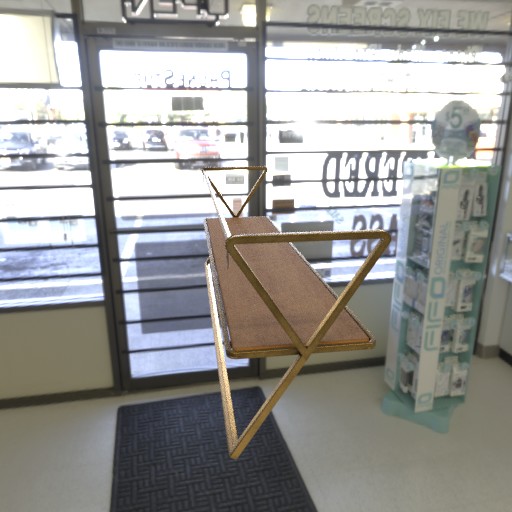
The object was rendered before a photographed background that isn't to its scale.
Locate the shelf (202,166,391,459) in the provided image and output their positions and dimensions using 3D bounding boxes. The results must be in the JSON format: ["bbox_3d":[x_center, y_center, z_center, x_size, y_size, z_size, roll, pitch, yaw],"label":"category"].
[{"bbox_3d":[0.000,0.000,0.723,0.150,0.229,0.645,-2,17,-8],"label":"shelf"}]
